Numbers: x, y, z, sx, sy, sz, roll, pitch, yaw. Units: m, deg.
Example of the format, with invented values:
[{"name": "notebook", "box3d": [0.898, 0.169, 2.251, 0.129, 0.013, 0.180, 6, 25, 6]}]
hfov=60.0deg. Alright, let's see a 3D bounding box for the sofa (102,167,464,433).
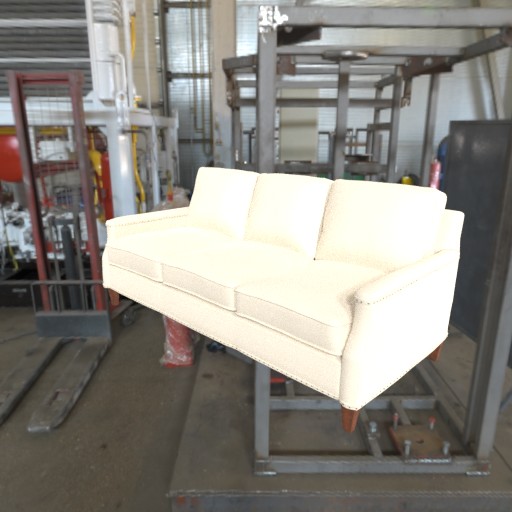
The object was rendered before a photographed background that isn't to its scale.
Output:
[{"name": "sofa", "box3d": [0.000, 0.000, 2.883, 2.246, 1.003, 1.084, 15, 22, 43]}]
